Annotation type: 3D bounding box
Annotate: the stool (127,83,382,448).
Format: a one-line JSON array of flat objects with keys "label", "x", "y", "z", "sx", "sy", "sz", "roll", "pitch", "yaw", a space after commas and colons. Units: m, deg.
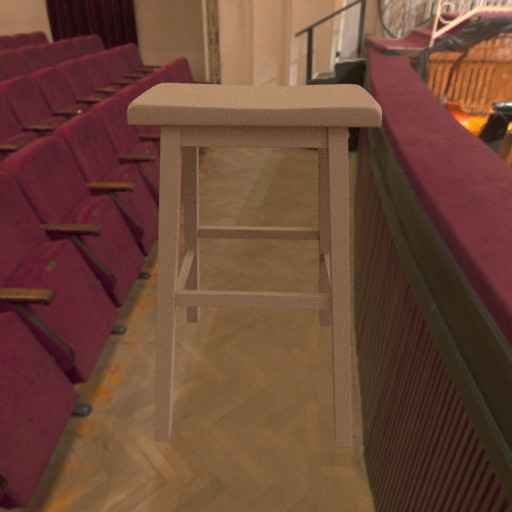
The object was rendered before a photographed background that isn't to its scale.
[{"label": "stool", "x": 0.000, "y": 0.000, "z": 1.051, "sx": 0.457, "sy": 0.737, "sz": 0.476, "roll": 1, "pitch": 30, "yaw": 2}]
